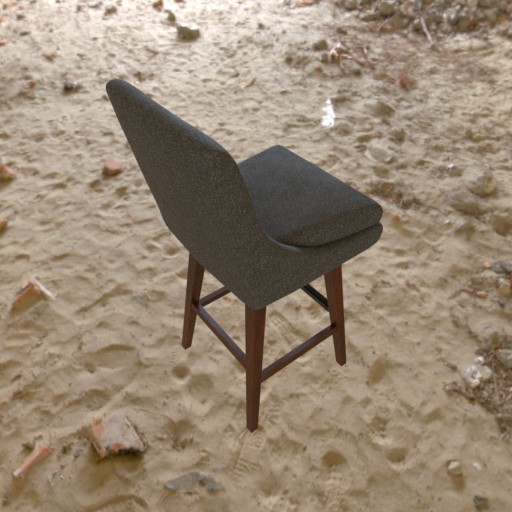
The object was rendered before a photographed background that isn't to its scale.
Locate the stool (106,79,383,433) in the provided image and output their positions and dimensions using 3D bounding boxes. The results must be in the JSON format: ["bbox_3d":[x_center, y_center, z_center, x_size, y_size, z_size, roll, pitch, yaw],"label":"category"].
[{"bbox_3d":[0.000,0.000,1.350,0.572,1.068,0.489,-27,48,-27],"label":"stool"}]
